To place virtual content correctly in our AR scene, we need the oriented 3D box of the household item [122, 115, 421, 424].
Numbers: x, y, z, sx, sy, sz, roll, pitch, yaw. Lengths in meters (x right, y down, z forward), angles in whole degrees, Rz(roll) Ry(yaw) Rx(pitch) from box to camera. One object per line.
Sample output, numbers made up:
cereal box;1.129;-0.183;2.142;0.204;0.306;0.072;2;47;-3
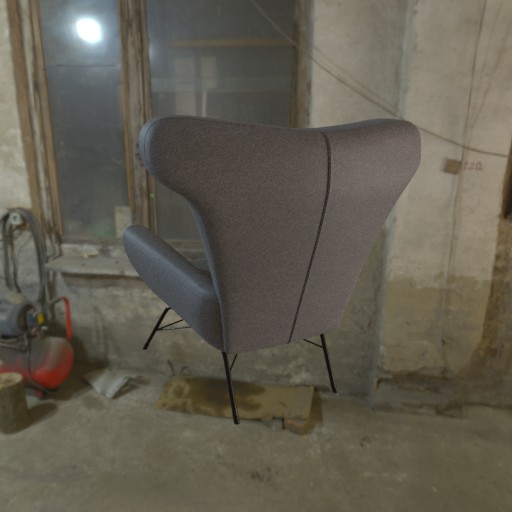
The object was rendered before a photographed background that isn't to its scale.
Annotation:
household item;0.000;0.000;1.771;0.980;1.050;0.900;-8;18;-26
